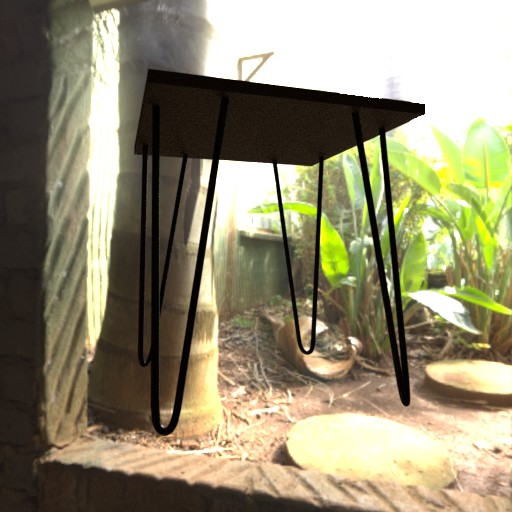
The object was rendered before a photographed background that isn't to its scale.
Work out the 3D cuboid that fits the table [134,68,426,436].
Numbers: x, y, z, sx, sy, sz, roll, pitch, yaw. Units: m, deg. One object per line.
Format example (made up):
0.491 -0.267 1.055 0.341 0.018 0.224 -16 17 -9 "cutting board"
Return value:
0.000 0.000 0.972 0.495 0.559 0.495 0 0 -18 "table"
